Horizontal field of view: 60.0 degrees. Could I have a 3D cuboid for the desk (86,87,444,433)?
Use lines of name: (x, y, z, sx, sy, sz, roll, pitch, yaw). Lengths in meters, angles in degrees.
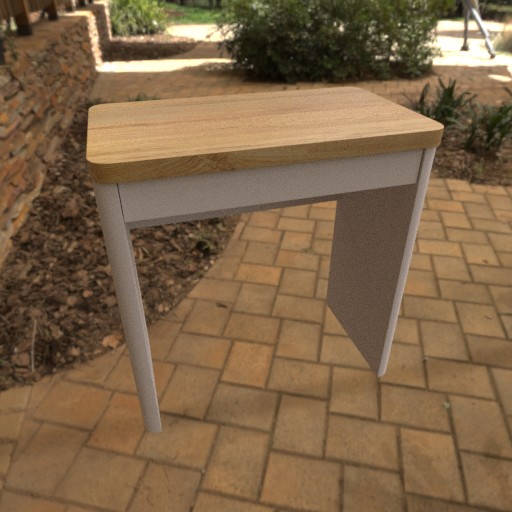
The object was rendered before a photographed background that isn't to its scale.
desk: (0.000, 0.000, 1.263, 0.760, 0.790, 0.440, -9, 34, -14)
